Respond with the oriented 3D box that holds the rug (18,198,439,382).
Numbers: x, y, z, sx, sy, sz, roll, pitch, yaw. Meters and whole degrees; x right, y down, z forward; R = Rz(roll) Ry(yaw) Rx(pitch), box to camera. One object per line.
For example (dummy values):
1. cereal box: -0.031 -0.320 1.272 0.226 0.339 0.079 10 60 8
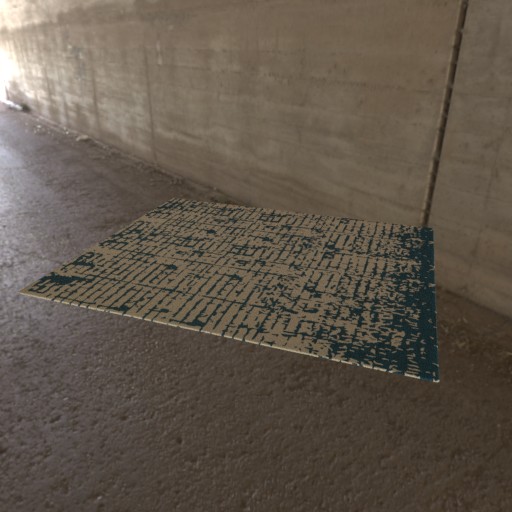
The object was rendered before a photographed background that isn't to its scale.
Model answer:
1. rug: 0.000 0.000 3.963 3.017 0.014 2.416 9 27 17
